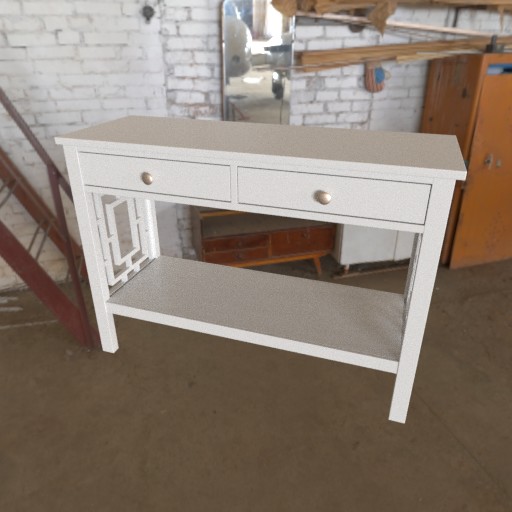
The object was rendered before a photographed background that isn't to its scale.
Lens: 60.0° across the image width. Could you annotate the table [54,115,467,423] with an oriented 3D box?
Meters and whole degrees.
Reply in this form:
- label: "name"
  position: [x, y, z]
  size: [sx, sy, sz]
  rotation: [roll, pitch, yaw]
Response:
- label: "table"
  position: [0.000, 0.000, 1.417]
  size: [1.068, 0.753, 0.397]
  rotation: [9, 28, 17]
